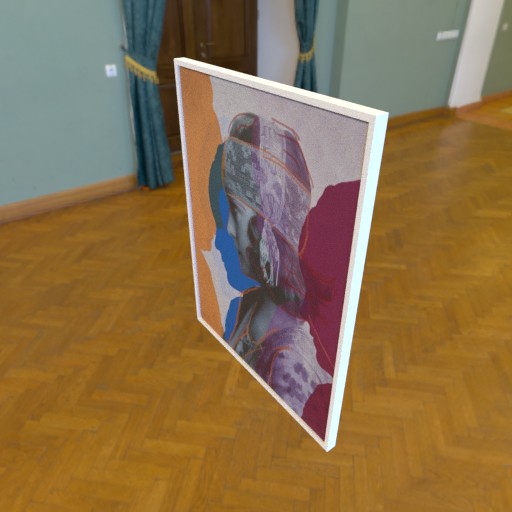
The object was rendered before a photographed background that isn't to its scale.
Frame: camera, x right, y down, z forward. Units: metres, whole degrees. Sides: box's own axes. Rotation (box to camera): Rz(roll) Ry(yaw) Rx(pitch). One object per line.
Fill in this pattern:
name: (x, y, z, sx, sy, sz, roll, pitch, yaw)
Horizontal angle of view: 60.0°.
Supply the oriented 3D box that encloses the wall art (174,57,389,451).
wall art: (0.000, 0.000, 1.391, 0.039, 1.050, 0.795, -22, 39, -30)
